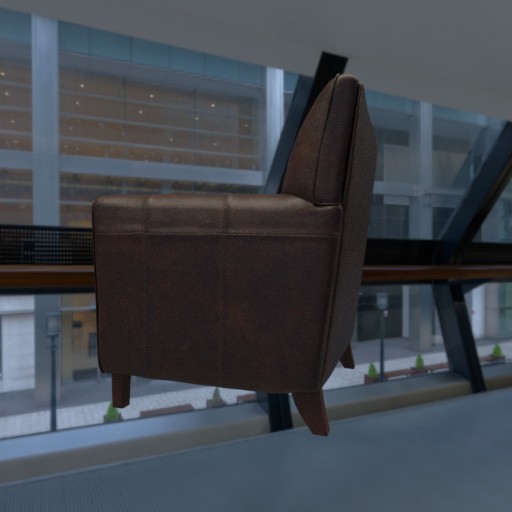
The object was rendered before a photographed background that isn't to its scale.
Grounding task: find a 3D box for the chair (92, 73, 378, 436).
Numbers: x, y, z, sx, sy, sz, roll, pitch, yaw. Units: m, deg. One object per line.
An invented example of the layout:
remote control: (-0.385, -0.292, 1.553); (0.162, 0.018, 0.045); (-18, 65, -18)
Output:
chair: (0.000, 0.000, 1.611); (0.823, 0.943, 0.870); (0, 1, 18)
